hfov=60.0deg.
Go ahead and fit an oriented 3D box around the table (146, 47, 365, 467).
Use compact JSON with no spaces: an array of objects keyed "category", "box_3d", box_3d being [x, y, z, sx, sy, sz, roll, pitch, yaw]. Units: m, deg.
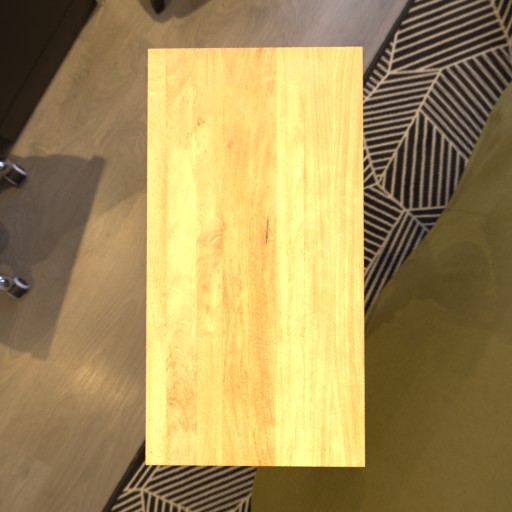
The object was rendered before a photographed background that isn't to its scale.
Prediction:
[{"category":"table","box_3d":[0.000,0.000,1.627,0.699,0.400,1.348,0,89,1]}]
